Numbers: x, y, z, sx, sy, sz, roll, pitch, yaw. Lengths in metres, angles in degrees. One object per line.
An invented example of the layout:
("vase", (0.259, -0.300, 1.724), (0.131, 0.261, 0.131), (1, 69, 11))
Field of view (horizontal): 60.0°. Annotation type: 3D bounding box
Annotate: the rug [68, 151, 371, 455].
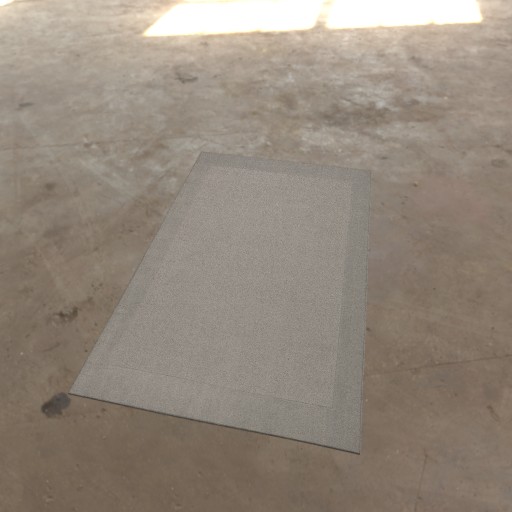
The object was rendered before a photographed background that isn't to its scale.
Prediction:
("rug", (0.000, 0.000, 3.072), (1.524, 0.014, 2.438), (8, 45, 8))
